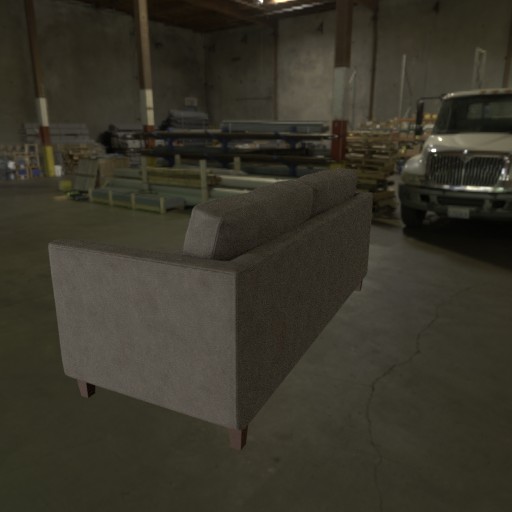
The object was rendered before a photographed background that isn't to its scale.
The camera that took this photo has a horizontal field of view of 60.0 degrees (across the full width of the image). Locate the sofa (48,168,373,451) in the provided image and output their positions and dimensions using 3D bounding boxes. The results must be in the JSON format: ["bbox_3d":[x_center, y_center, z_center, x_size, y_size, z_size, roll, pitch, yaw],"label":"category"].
[{"bbox_3d":[0.000,0.000,2.685,0.951,0.965,2.208,8,17,25],"label":"sofa"}]
